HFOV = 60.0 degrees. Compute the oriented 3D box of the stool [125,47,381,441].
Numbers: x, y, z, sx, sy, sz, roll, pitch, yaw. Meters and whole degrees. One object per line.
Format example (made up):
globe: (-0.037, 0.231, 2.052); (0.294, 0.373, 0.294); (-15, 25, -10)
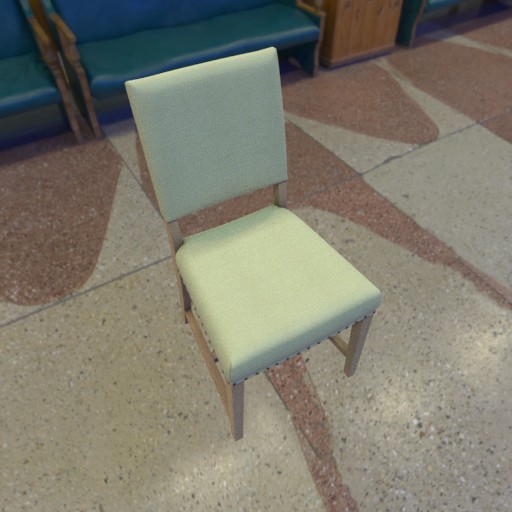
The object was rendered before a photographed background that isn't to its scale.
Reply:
stool: (0.000, 0.000, 1.372); (0.508, 0.986, 0.623); (-23, 51, -20)
